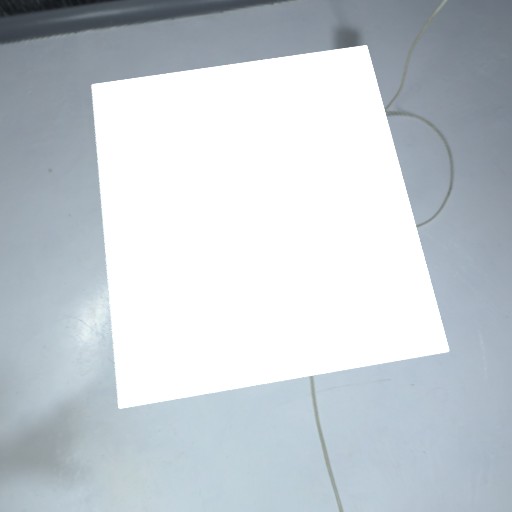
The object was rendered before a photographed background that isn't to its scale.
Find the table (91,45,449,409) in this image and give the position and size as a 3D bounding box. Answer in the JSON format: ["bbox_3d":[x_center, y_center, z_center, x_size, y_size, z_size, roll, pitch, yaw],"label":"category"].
[{"bbox_3d":[0.000,0.000,0.911,0.442,0.565,0.488,-9,76,-2],"label":"table"}]
